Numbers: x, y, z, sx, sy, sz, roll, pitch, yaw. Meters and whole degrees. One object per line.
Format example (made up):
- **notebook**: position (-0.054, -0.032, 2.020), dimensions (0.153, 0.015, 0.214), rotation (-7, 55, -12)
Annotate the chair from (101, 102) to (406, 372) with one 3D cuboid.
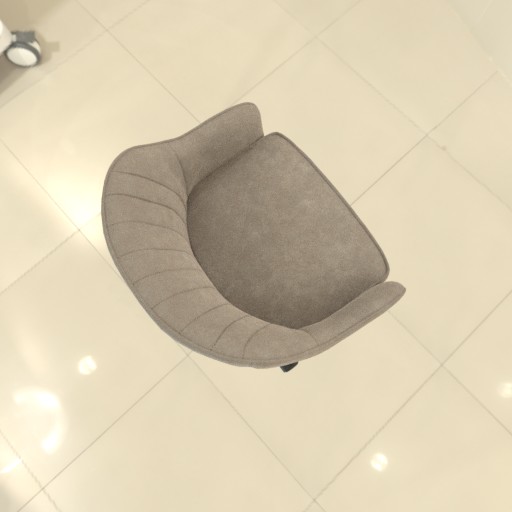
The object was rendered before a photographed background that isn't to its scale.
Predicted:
- **chair**: position (0.000, 0.000, 1.221), dimensions (0.573, 0.831, 0.635), rotation (-35, 78, -8)
